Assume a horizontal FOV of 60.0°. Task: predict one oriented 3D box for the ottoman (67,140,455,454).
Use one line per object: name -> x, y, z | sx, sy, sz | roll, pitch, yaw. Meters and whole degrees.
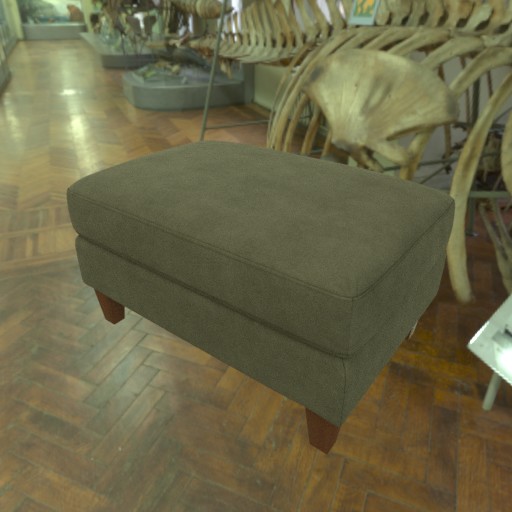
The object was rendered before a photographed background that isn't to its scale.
ottoman -> 0.000, 0.000, 1.207 | 0.864, 0.483, 0.584 | 21, 36, 32
